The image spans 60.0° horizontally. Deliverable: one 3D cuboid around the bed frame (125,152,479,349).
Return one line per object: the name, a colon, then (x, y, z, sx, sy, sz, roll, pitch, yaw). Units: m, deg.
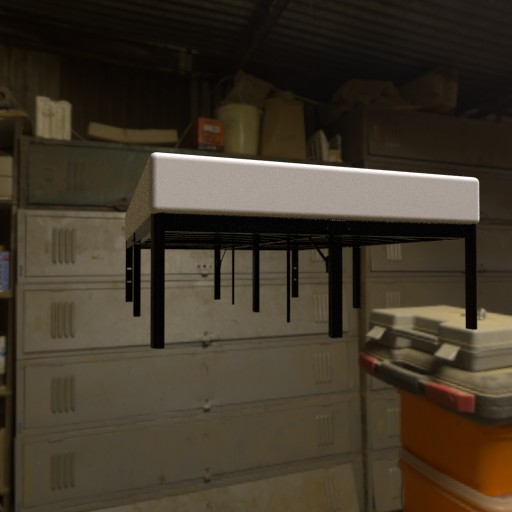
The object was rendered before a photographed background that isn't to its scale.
bed frame: (0.000, 0.000, 2.612, 1.408, 0.659, 1.956, 0, -1, -19)
